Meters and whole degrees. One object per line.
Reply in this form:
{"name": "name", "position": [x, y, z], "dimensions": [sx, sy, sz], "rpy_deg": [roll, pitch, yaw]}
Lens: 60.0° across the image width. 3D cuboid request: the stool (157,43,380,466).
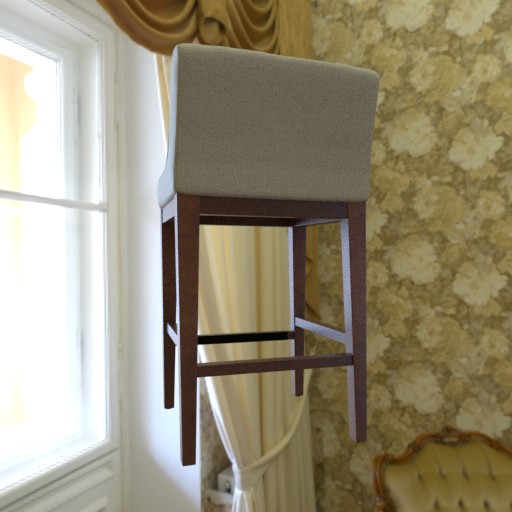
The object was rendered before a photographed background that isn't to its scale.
{"name": "stool", "position": [0.000, 0.000, 1.237], "dimensions": [0.511, 0.937, 0.500], "rpy_deg": [0, -1, -17]}
